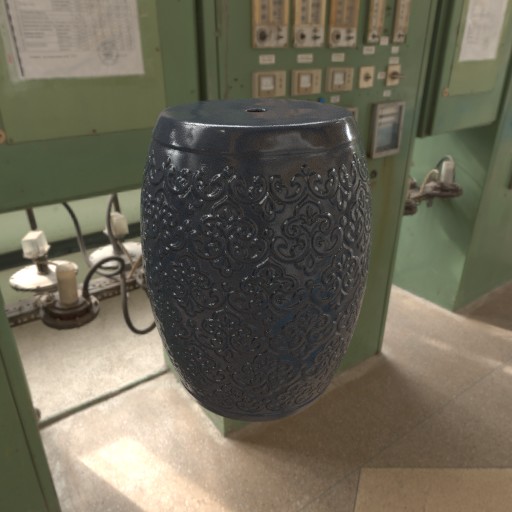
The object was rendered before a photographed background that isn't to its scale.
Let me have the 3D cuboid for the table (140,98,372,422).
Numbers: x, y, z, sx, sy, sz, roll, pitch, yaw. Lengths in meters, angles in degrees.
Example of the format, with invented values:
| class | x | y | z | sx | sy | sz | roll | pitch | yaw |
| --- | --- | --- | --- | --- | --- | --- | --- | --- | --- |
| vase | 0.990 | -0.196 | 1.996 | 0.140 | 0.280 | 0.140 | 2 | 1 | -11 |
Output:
| class | x | y | z | sx | sy | sz | roll | pitch | yaw |
| --- | --- | --- | --- | --- | --- | --- | --- | --- | --- |
| table | 0.000 | 0.000 | 0.623 | 0.309 | 0.397 | 0.309 | 0 | 26 | 0 |
